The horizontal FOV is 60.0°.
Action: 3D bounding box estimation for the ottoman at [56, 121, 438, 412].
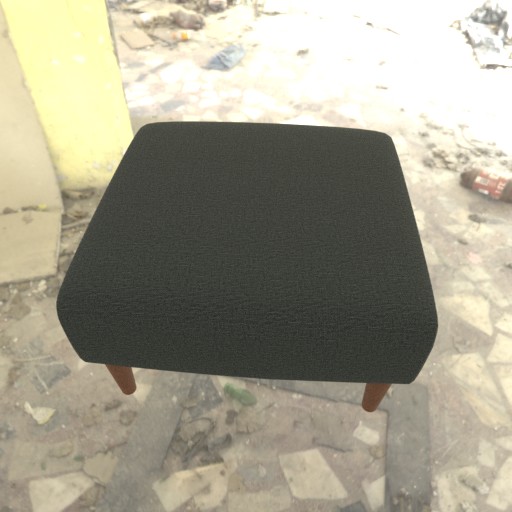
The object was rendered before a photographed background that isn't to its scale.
[{"bbox_3d":[0.000,0.000,1.053,0.650,0.398,0.649,3,46,3],"label":"ottoman"}]
